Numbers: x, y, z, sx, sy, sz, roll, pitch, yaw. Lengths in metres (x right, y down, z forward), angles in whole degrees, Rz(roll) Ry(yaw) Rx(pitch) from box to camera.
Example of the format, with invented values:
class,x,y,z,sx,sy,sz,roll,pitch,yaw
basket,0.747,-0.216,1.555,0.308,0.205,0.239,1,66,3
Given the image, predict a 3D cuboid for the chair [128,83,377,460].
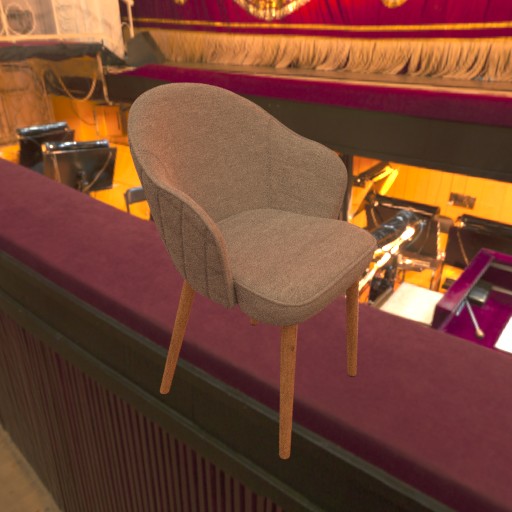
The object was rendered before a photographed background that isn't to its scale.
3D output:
class,x,y,z,sx,sy,sz,roll,pitch,yaw
chair,0.000,0.000,1.137,0.530,0.800,0.540,19,32,33
